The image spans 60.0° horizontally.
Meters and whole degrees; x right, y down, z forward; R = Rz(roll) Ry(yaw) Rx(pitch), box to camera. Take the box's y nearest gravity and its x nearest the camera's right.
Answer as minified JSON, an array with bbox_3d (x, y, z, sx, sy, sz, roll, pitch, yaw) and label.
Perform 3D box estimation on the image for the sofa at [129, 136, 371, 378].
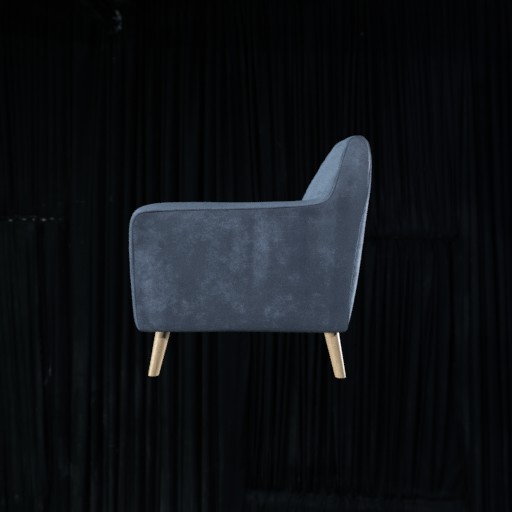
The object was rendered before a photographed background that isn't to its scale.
[{"bbox_3d":[0.000,0.000,2.401,0.841,0.832,1.975,0,0,2],"label":"sofa"}]
